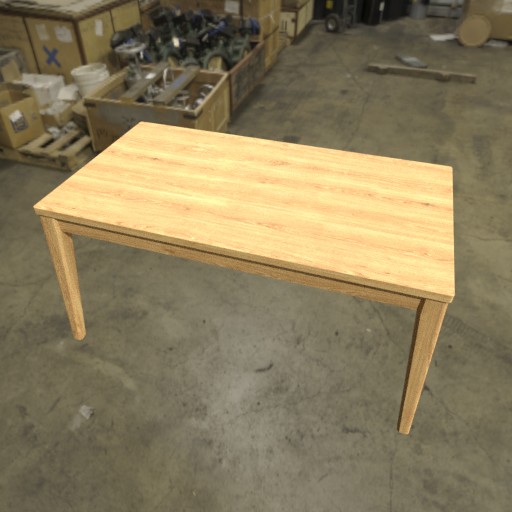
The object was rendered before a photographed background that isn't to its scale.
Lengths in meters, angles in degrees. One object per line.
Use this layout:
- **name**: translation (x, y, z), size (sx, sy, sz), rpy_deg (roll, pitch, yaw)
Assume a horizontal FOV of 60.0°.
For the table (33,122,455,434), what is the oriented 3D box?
- **table**: translation (0.000, 0.000, 2.071), size (1.600, 0.760, 0.900), rpy_deg (12, 42, 14)
